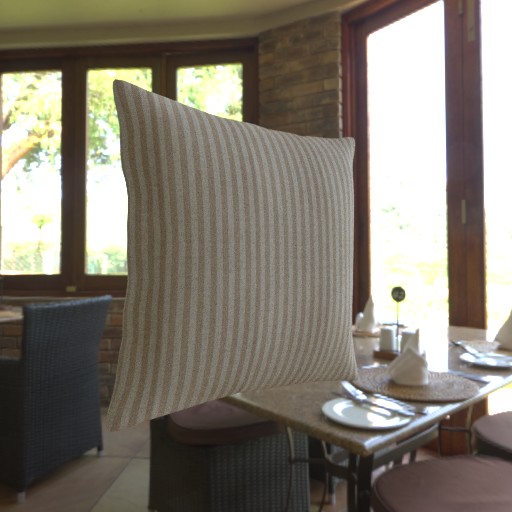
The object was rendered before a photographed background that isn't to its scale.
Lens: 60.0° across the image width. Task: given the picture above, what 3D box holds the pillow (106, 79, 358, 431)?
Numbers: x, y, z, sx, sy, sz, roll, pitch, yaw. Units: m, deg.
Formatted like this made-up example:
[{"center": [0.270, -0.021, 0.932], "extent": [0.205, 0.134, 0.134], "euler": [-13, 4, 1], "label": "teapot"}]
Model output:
[{"center": [0.000, 0.000, 0.783], "extent": [0.523, 0.510, 0.166], "euler": [1, -2, -36], "label": "pillow"}]
